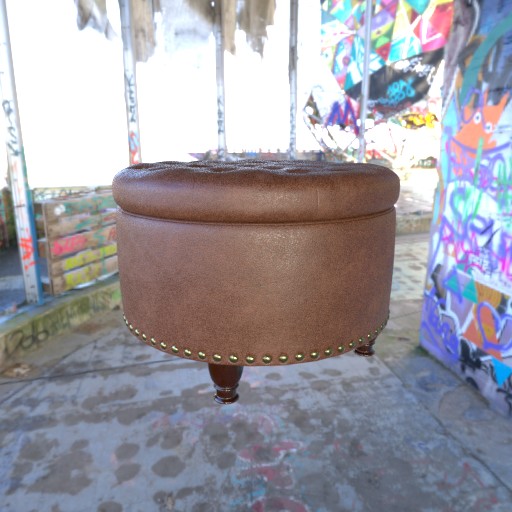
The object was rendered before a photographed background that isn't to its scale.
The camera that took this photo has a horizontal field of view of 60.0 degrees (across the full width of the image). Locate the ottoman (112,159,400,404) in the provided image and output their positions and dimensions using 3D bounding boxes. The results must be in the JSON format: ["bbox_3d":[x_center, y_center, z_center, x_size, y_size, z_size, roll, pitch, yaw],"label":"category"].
[{"bbox_3d":[0.000,0.000,1.069,0.637,0.442,0.637,0,14,0],"label":"ottoman"}]
